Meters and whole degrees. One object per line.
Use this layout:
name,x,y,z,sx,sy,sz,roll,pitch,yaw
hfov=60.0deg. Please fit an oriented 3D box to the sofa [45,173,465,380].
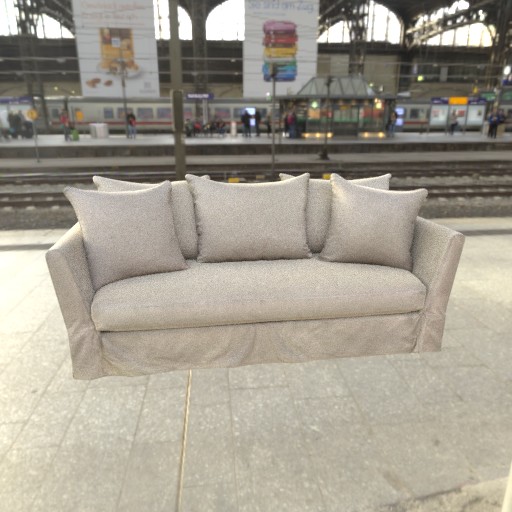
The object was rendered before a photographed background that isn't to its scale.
sofa,0.000,0.000,2.897,2.290,1.034,1.031,-3,17,-8
